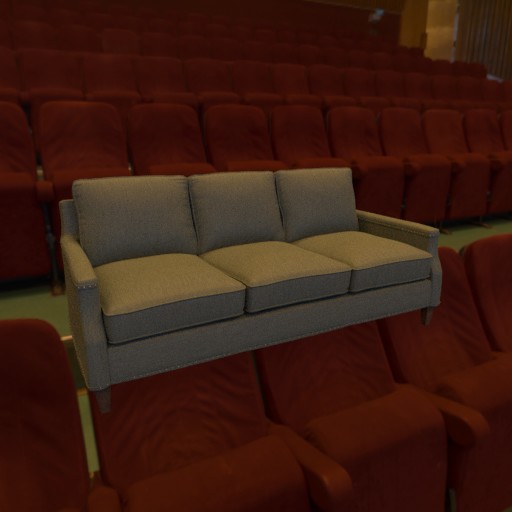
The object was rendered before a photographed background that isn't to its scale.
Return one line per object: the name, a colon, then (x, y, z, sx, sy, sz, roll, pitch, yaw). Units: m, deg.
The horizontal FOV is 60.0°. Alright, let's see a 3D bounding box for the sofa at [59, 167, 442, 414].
sofa: (0.000, 0.000, 2.818, 2.246, 1.003, 1.084, -8, 17, -27)
